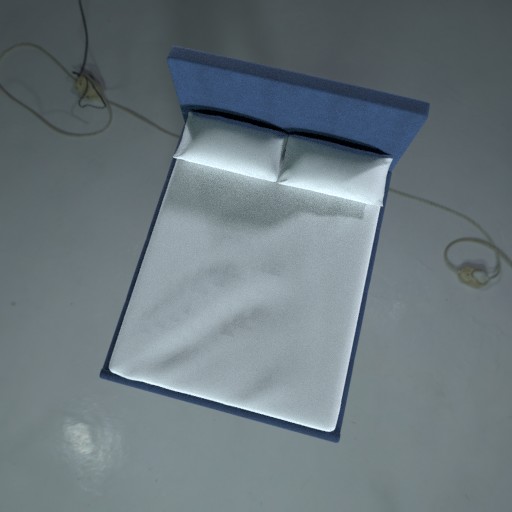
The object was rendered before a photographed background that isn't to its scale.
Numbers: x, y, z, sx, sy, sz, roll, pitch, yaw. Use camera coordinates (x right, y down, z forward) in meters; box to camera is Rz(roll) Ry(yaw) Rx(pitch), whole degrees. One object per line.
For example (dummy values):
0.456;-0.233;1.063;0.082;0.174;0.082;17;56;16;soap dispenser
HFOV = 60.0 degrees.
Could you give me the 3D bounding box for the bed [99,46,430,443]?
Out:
0.000;0.000;3.131;1.723;1.231;2.172;14;76;4;bed
